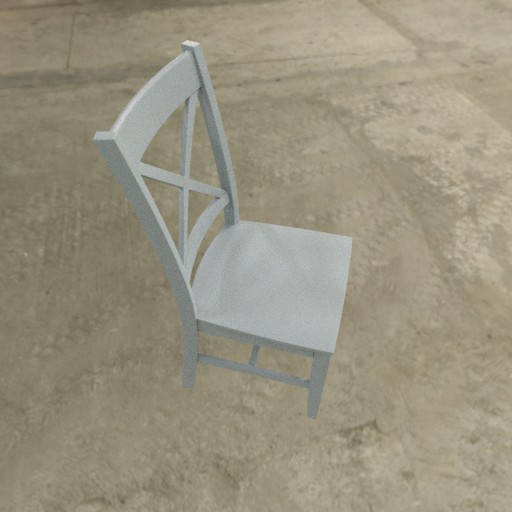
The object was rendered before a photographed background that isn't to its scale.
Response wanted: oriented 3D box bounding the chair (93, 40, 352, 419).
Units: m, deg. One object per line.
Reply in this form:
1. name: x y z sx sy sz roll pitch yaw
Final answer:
1. chair: 0.000 0.000 1.289 0.542 0.983 0.485 11 47 10
